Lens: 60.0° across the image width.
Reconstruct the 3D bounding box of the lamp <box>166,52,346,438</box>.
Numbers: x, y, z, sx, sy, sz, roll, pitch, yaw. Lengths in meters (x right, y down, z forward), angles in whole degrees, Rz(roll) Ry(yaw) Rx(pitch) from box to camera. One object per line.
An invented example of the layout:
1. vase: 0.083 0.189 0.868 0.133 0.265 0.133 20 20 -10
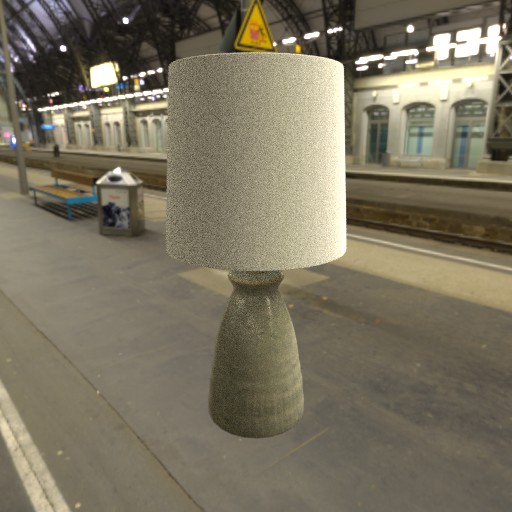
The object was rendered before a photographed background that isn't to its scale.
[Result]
1. lamp: 0.000 0.000 0.470 0.186 0.369 0.186 0 15 0
